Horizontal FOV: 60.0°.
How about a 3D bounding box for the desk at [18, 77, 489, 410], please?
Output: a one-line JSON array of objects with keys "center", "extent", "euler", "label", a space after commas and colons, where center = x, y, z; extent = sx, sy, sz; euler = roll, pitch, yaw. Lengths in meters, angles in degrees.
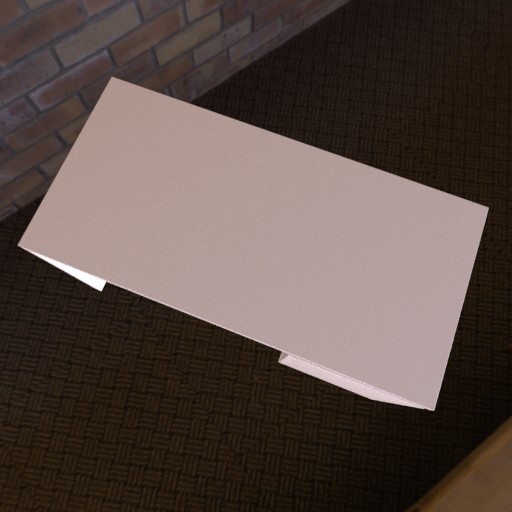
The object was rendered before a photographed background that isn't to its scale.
[{"center": [0.000, 0.000, 1.819], "extent": [1.400, 0.740, 0.690], "euler": [21, 76, 6], "label": "desk"}]
